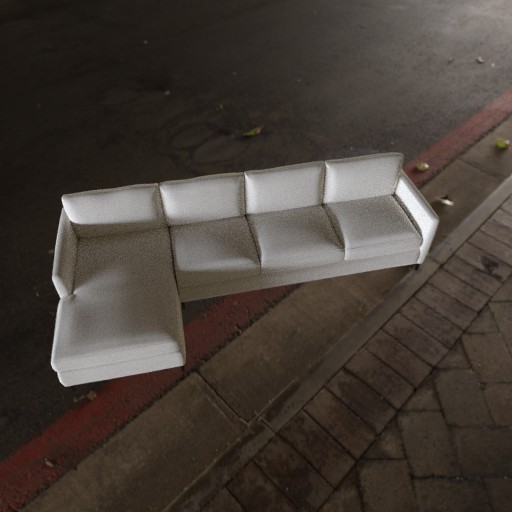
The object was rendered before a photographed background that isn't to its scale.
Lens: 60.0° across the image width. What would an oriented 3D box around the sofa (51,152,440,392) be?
[{"bbox_3d":[0.000,0.000,3.716,3.186,0.875,1.467,-9,46,-9],"label":"sofa"}]
